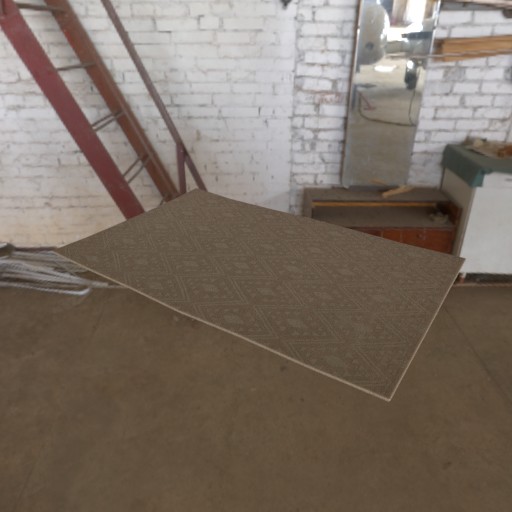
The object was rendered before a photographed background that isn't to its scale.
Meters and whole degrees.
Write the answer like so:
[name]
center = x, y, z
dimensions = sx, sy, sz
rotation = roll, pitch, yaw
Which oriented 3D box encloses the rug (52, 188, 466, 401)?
[rug]
center = 0.000, 0.000, 3.070
dimensions = 2.430, 0.053, 1.553
rotation = 18, 33, 30
